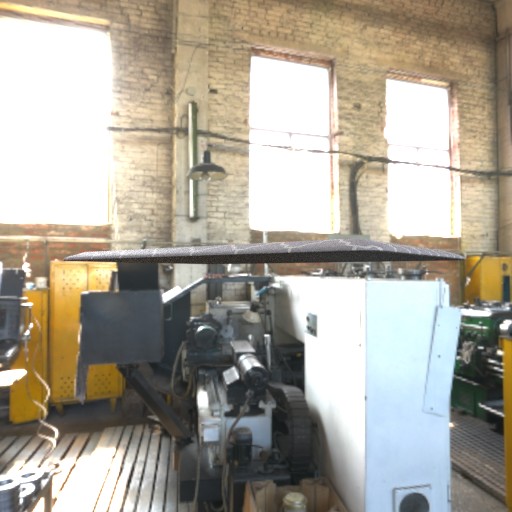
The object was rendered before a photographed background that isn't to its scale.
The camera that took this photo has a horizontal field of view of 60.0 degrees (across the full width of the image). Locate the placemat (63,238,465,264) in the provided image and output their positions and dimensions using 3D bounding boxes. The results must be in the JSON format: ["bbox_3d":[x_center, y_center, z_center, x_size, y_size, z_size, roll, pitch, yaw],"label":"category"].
[{"bbox_3d":[0.000,0.000,0.982,0.762,0.021,0.508,-2,-3,38],"label":"placemat"}]
